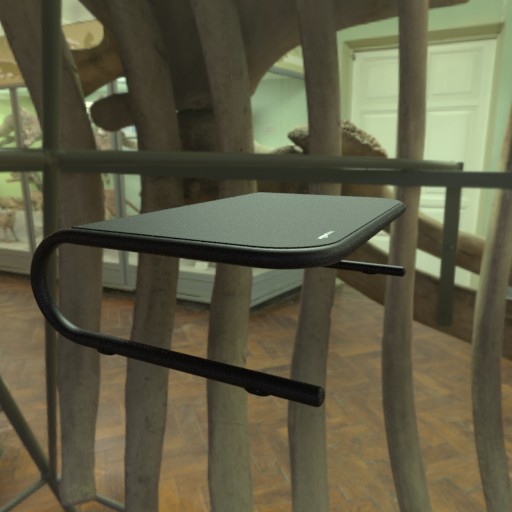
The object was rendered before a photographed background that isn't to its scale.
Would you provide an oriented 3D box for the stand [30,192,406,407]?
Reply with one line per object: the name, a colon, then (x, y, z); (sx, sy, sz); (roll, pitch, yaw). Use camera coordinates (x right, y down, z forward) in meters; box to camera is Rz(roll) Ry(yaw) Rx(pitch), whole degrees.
stand: (0.000, 0.000, 0.502); (0.280, 0.108, 0.370); (7, 15, 26)
